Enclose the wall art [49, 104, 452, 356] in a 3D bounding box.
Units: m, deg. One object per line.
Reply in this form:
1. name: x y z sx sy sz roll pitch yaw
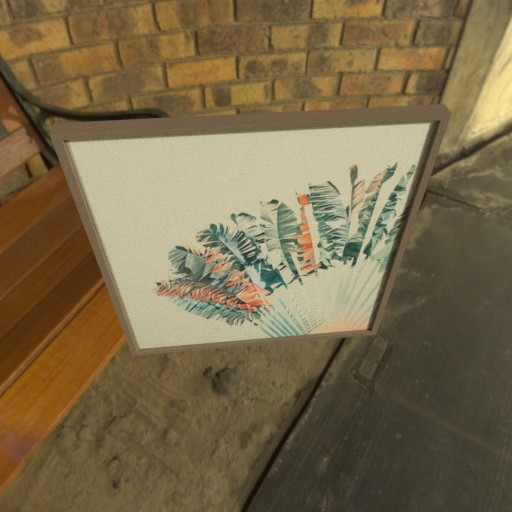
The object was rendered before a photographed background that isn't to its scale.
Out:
1. wall art: 0.000 0.000 1.121 0.761 0.758 0.038 -4 46 -4
